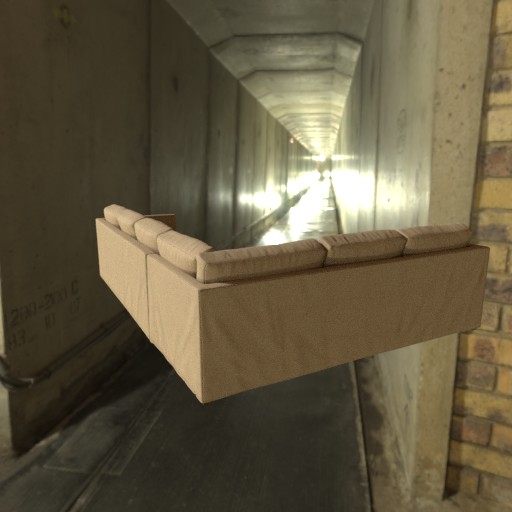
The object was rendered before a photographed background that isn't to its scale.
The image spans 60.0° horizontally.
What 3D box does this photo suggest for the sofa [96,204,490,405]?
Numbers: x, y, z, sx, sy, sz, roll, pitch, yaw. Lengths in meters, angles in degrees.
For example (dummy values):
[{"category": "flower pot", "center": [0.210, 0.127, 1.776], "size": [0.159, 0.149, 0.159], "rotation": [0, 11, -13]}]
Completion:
[{"category": "sofa", "center": [0.000, 0.000, 4.279], "size": [2.432, 0.871, 3.182], "rotation": [-7, 14, -28]}]
